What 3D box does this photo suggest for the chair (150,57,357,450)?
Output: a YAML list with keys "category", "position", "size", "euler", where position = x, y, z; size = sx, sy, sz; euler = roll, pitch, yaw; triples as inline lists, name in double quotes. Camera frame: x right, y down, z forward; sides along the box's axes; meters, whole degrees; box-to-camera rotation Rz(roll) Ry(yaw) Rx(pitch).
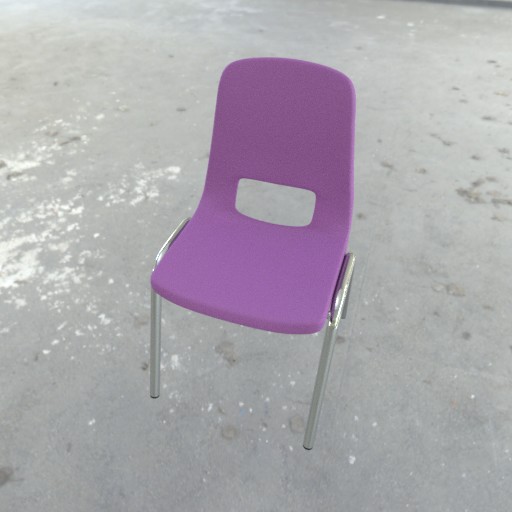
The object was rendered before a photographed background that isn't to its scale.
- category: "chair"
  position: [0.000, 0.000, 0.677]
  size: [0.291, 0.493, 0.301]
  euler: [13, 43, 14]
